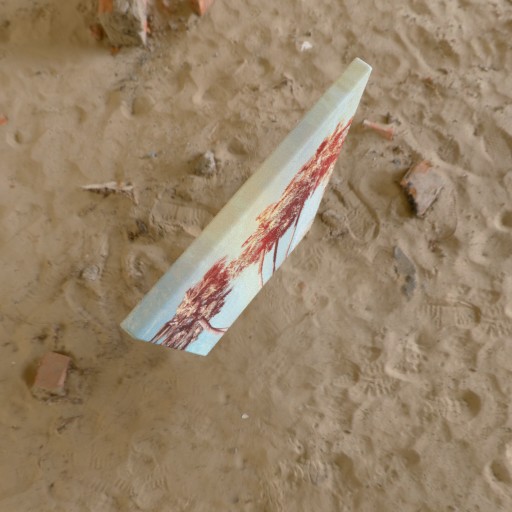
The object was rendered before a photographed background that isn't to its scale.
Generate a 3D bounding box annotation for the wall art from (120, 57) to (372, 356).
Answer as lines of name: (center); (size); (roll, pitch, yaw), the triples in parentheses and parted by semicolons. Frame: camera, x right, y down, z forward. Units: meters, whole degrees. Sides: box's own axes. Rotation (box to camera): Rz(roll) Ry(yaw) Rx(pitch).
wall art: (0.000, 0.000, 1.160); (0.037, 0.915, 0.605); (38, 79, 9)
